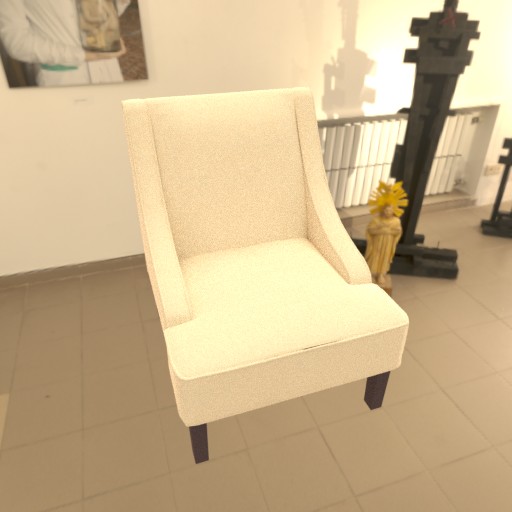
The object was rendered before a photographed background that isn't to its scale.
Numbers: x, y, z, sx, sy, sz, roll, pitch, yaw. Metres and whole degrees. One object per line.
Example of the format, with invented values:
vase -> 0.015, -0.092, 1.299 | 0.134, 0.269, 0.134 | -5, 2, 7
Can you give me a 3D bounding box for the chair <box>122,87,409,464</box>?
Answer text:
chair -> 0.000, 0.000, 1.459 | 0.689, 0.886, 0.806 | -10, 33, -16
